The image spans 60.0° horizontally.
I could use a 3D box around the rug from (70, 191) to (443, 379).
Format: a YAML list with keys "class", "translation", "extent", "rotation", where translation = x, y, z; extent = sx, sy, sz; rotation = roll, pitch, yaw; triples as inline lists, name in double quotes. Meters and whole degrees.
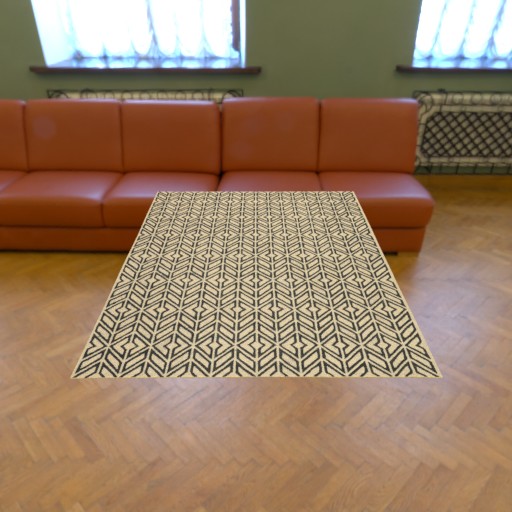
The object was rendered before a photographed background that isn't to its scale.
- class: "rug"
  translation: [0.000, 0.000, 4.172]
  extent: [2.421, 0.008, 3.045]
  rotation: [0, 31, 0]
